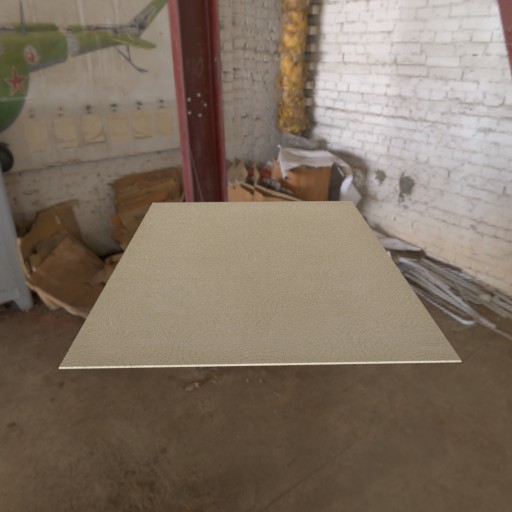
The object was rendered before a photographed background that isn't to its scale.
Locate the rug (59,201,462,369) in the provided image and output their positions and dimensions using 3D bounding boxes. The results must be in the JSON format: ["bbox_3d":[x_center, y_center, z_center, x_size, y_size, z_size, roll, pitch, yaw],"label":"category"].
[{"bbox_3d":[0.000,0.000,3.437,2.073,0.011,2.584,-1,26,-1],"label":"rug"}]
